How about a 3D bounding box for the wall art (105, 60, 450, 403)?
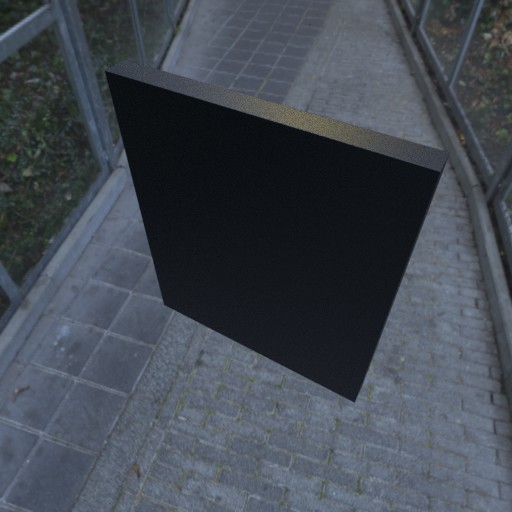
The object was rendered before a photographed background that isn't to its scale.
[{"bbox_3d":[0.000,0.000,0.523,0.325,0.380,0.028,23,51,20],"label":"wall art"}]
